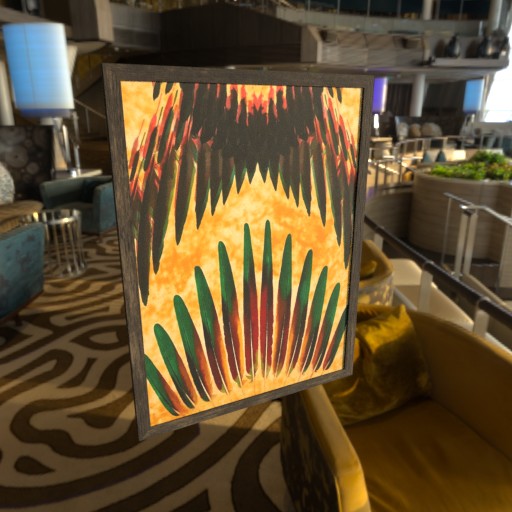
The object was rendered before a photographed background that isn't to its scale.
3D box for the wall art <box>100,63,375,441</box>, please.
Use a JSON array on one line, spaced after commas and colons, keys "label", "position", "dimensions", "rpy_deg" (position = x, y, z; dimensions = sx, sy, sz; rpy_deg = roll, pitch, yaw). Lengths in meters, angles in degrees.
[{"label": "wall art", "position": [0.000, 0.000, 1.377], "dimensions": [0.812, 1.066, 0.029], "rpy_deg": [-9, 20, -25]}]
